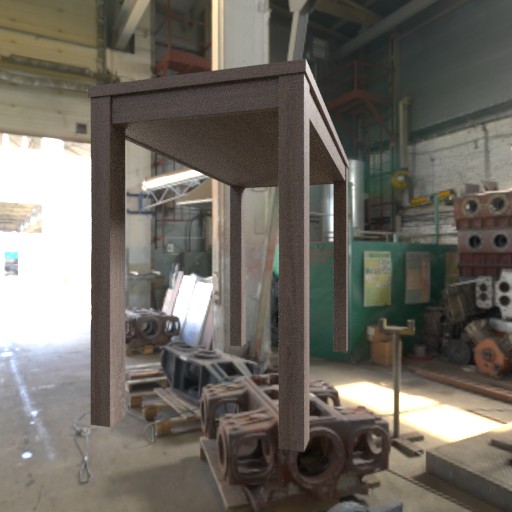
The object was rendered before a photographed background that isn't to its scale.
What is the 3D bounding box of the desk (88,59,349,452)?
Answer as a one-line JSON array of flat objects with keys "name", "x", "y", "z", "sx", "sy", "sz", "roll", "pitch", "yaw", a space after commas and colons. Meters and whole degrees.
[{"name": "desk", "x": 0.000, "y": 0.000, "z": 1.401, "sx": 0.495, "sy": 0.762, "sz": 0.991, "roll": 0, "pitch": 0, "yaw": 17}]
